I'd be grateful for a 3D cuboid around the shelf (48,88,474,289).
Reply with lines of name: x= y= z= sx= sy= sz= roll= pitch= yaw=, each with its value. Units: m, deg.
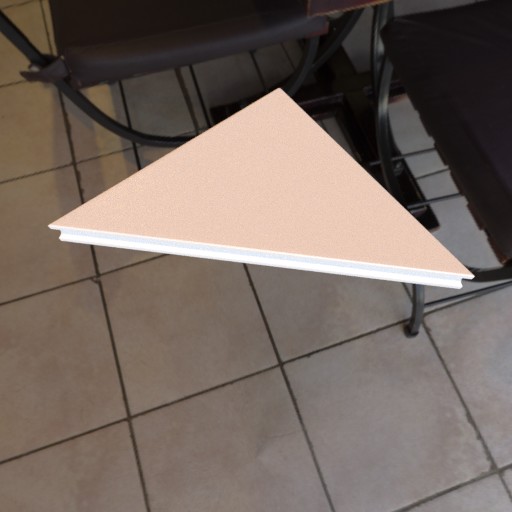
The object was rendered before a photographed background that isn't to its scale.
shelf: x=0.000 y=0.000 z=0.443 sx=0.296 sy=0.035 sz=0.296 roll=-35 pitch=70 yaw=-15
